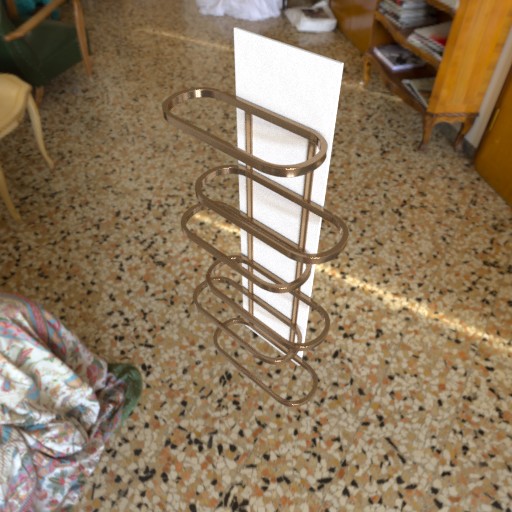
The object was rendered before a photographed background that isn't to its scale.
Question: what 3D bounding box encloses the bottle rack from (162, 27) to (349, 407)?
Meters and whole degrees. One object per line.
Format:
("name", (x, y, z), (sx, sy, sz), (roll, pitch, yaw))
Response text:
("bottle rack", (0.000, 0.000, 0.804), (0.332, 0.709, 0.118), (33, 54, 28))
